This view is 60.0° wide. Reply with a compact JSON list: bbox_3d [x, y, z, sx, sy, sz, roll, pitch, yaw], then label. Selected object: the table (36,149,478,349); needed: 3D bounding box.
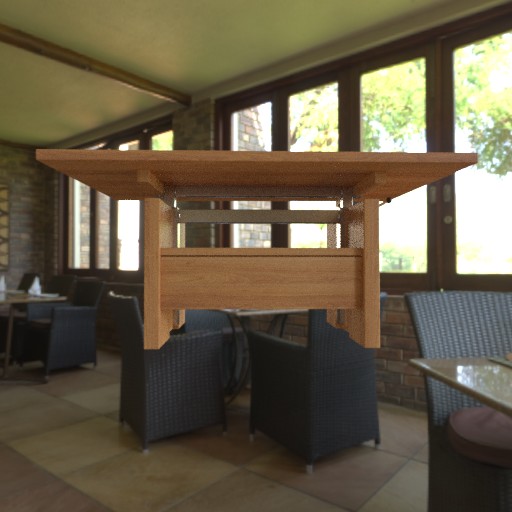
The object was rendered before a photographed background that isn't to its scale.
[{"bbox_3d":[0.000,0.000,1.446,1.100,0.510,0.700,0,-1,-2],"label":"table"}]
